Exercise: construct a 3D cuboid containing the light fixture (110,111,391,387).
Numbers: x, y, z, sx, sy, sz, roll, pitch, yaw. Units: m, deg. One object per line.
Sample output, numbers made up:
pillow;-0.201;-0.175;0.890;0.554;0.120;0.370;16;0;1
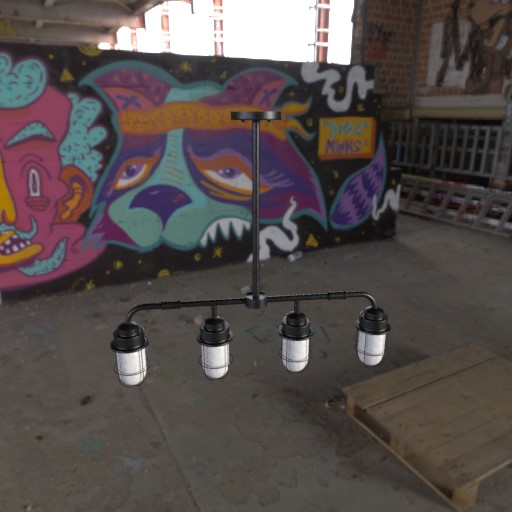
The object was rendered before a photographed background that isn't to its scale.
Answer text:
light fixture;0.000;0.000;1.268;0.852;0.785;0.131;-3;18;-8
